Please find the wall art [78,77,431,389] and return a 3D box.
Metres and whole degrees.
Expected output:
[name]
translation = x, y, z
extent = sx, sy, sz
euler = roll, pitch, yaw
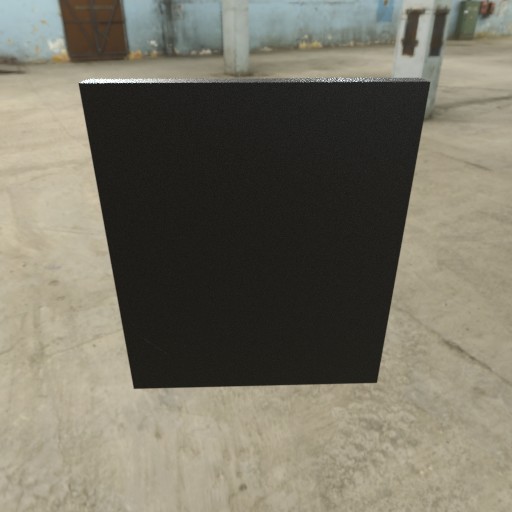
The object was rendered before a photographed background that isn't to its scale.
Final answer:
[wall art]
translation = 0.000, 0.000, 0.512
extent = 0.325, 0.380, 0.028
euler = -1, 29, -2
